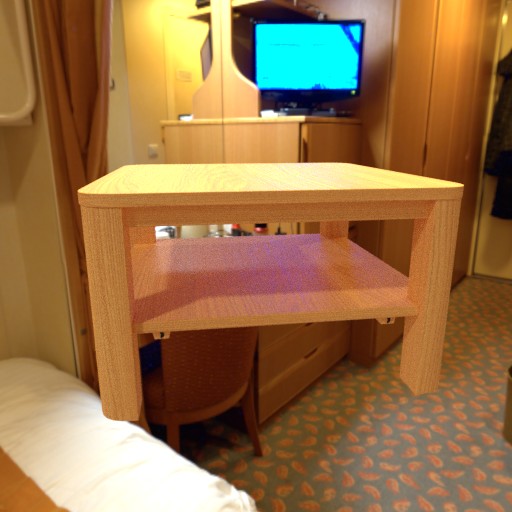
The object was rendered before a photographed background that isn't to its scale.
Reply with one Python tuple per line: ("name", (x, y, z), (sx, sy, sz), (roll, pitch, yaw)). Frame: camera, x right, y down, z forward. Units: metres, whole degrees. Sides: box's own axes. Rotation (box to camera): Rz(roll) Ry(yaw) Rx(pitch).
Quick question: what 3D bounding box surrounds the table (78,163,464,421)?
("table", (0.000, 0.000, 1.215), (0.750, 0.450, 0.750), (-2, 16, -8))
